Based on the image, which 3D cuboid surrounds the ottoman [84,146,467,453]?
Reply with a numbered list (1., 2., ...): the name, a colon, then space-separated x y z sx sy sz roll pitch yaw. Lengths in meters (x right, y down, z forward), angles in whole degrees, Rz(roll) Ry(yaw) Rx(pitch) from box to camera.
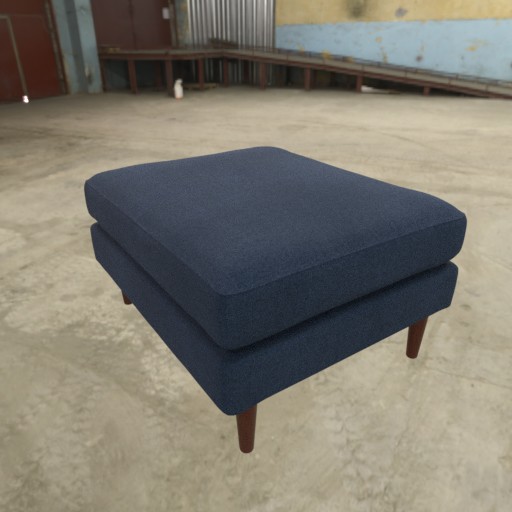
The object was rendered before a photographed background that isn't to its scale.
1. ottoman: 0.000 0.000 1.245 0.693 0.474 0.821 -17 30 -31
